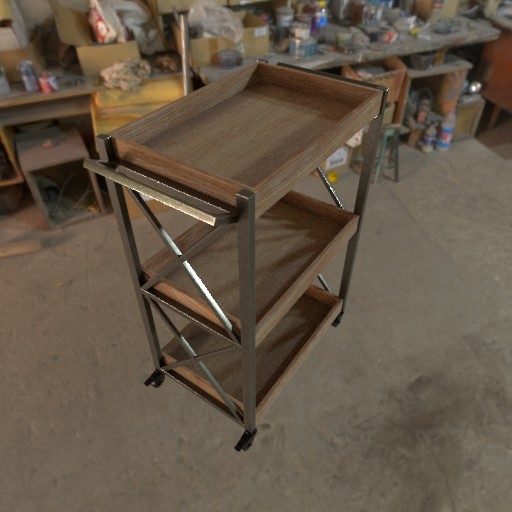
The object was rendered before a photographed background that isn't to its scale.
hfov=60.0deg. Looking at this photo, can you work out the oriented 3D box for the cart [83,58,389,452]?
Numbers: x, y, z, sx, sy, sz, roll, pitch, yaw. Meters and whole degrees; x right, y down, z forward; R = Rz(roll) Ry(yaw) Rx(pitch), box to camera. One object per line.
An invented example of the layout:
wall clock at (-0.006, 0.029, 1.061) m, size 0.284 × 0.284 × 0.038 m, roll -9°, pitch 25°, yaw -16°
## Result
cart at (0.000, 0.000, 1.225) m, size 0.377 × 0.835 × 0.673 m, roll 25°, pitch 47°, yaw 25°
